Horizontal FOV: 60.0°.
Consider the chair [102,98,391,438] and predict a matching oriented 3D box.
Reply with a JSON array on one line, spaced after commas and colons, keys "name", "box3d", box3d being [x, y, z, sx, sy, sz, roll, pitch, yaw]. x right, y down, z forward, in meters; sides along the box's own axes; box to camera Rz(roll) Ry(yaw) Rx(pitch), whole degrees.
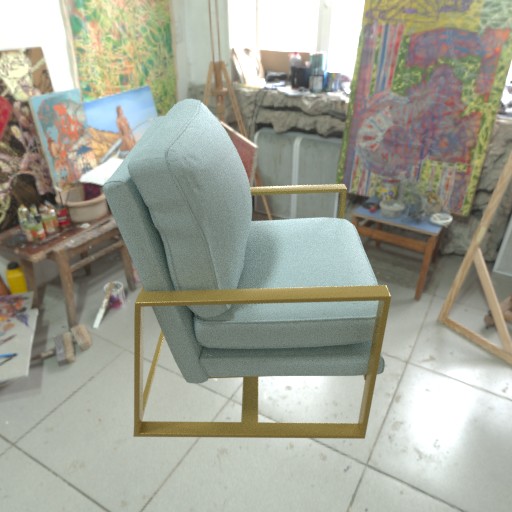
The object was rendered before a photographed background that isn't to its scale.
[{"name": "chair", "box3d": [0.000, 0.000, 1.544, 0.813, 0.956, 0.758, 0, 32, 1]}]
